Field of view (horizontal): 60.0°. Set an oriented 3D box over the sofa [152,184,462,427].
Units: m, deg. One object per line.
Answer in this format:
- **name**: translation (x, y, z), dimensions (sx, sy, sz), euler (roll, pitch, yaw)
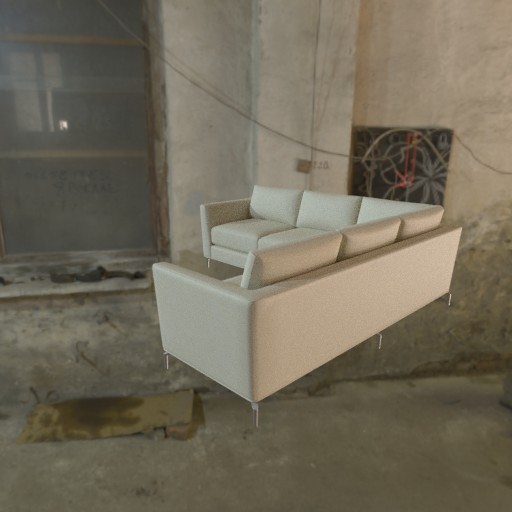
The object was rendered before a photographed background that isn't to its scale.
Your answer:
- **sofa**: translation (0.000, 0.000, 3.732), dimensions (2.448, 0.867, 2.430), euler (-15, 21, -43)
